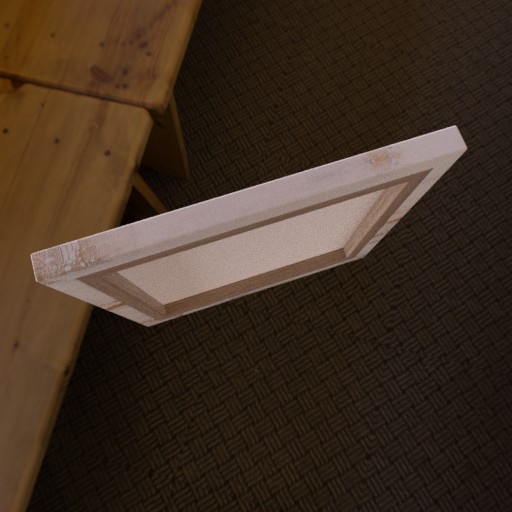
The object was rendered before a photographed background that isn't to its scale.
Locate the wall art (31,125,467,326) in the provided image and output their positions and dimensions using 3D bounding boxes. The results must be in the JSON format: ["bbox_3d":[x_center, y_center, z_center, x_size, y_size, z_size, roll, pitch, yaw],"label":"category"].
[{"bbox_3d":[0.000,0.000,0.897,0.611,0.613,0.040,-17,76,-4],"label":"wall art"}]
